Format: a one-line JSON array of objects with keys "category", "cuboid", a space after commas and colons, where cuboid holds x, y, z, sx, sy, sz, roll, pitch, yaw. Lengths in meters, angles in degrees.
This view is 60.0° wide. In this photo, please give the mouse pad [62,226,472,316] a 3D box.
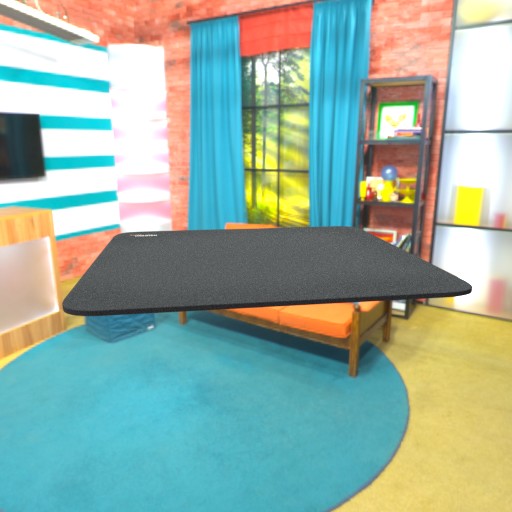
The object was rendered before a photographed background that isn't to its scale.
[{"category": "mouse pad", "cuboid": [0.000, 0.000, 0.327, 0.229, 0.003, 0.203, -2, 14, -8]}]
